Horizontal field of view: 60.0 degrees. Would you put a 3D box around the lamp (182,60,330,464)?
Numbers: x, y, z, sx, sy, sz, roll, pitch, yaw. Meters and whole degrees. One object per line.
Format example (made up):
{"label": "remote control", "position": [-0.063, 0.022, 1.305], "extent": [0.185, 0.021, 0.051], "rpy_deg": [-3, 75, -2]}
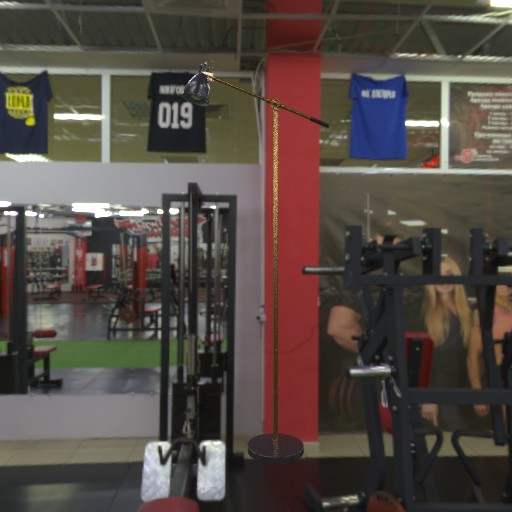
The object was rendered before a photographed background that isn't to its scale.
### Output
{"label": "lamp", "position": [0.000, 0.000, 1.850], "extent": [0.618, 1.628, 0.235], "rpy_deg": [0, 0, -1]}
